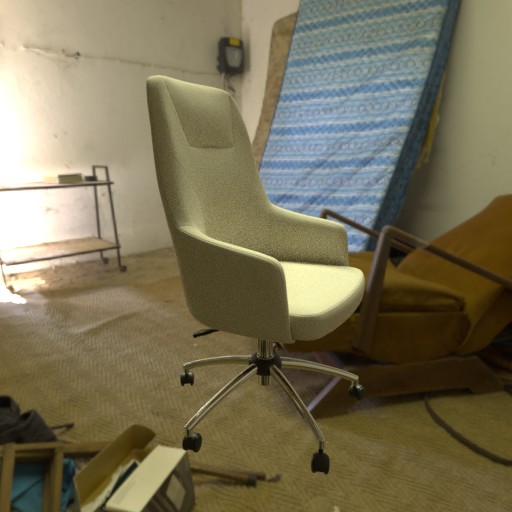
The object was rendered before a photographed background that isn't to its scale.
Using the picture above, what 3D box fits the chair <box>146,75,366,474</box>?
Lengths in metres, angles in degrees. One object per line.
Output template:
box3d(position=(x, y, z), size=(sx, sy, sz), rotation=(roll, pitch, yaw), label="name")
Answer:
box3d(position=(0.000, 0.000, 1.379), size=(0.640, 1.049, 0.620), rotation=(7, 15, 26), label="chair")
